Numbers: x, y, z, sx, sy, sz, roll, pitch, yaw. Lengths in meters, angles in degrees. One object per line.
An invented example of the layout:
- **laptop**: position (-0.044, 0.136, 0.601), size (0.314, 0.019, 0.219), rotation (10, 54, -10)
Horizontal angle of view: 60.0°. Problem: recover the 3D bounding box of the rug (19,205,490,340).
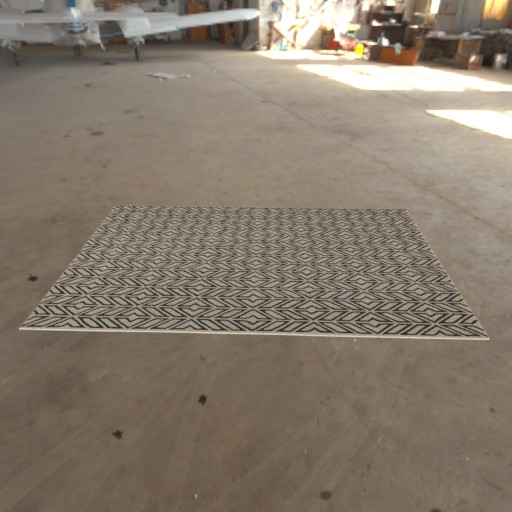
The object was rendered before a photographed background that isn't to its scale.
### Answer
- **rug**: position (0.000, 0.000, 2.246), size (1.828, 0.007, 1.220), rotation (1, 30, 2)
